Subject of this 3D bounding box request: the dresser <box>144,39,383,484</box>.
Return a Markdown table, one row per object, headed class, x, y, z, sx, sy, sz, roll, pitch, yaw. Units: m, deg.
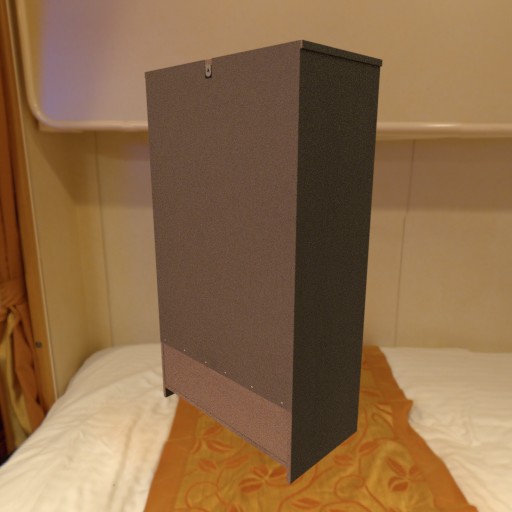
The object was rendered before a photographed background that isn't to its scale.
| class | x | y | z | sx | sy | sz | roll | pitch | yaw |
| --- | --- | --- | --- | --- | --- | --- | --- | --- | --- |
| dresser | 0.000 | 0.000 | 1.579 | 0.399 | 1.255 | 0.704 | -14 | 20 | -43 |
